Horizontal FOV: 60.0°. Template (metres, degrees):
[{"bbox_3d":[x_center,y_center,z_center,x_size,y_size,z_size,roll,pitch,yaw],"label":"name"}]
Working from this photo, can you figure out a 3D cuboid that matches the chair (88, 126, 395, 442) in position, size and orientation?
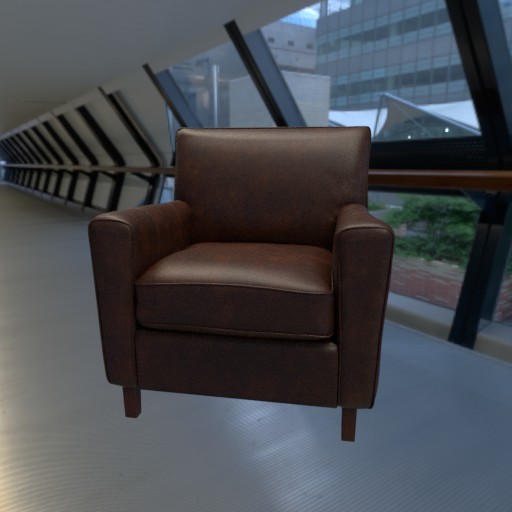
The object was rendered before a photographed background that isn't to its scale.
[{"bbox_3d":[0.000,0.000,1.607,0.870,0.943,0.823,2,13,10],"label":"chair"}]
